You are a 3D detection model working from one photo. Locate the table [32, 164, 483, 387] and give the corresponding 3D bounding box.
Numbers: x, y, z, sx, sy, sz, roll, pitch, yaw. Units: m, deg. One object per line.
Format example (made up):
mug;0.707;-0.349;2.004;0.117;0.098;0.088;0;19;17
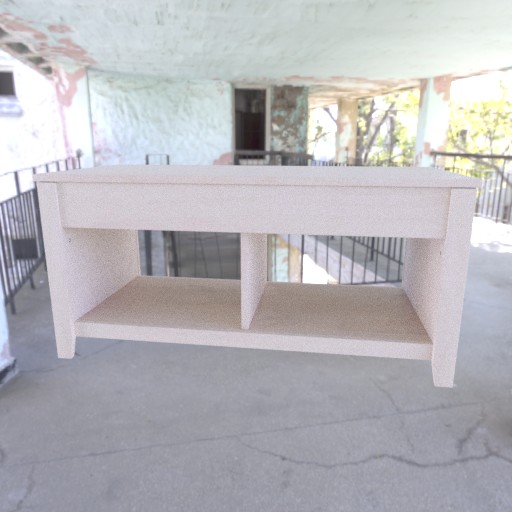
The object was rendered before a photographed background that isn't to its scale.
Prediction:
table;0.000;0.000;1.267;1.016;0.483;0.457;2;15;8
